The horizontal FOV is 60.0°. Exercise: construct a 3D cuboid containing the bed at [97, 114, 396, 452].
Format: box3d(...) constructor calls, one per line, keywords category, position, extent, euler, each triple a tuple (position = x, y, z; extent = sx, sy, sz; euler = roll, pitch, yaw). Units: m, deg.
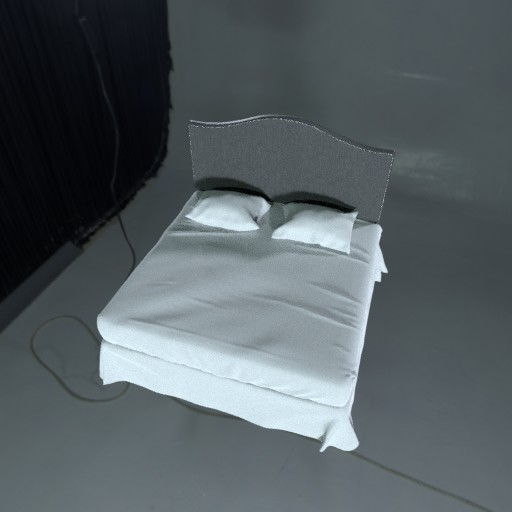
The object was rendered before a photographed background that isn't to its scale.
box3d(category="bed", position=(0.000, 0.000, 3.790), extent=(2.314, 1.651, 2.219), euler=(12, 43, 13))
